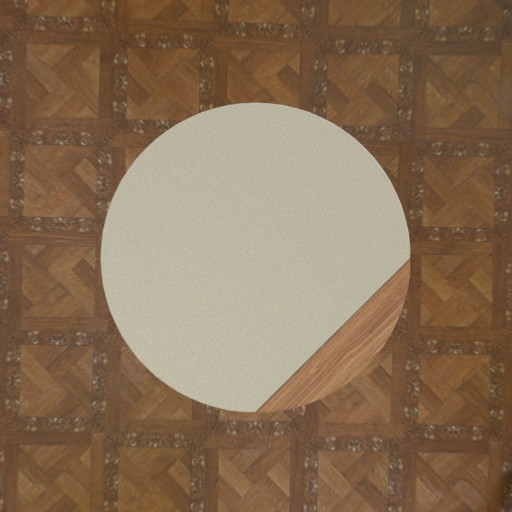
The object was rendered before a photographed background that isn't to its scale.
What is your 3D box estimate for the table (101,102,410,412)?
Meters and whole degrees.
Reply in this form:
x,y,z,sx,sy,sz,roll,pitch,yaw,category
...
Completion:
x,y,z,sx,sy,sz,roll,pitch,yaw,category
0.000,0.000,0.880,0.450,0.525,0.450,0,91,0,table
